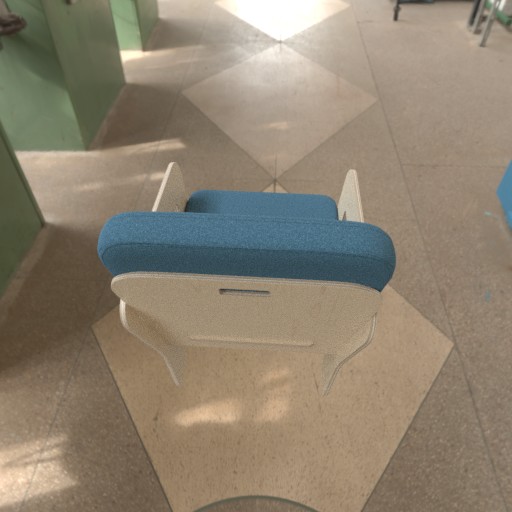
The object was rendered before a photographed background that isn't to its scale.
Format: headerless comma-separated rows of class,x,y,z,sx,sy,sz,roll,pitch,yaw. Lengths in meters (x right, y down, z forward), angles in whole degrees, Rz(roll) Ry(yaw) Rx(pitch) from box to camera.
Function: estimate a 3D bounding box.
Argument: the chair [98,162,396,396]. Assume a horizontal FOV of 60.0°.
chair,0.000,0.000,1.160,0.547,0.747,0.657,3,46,3
